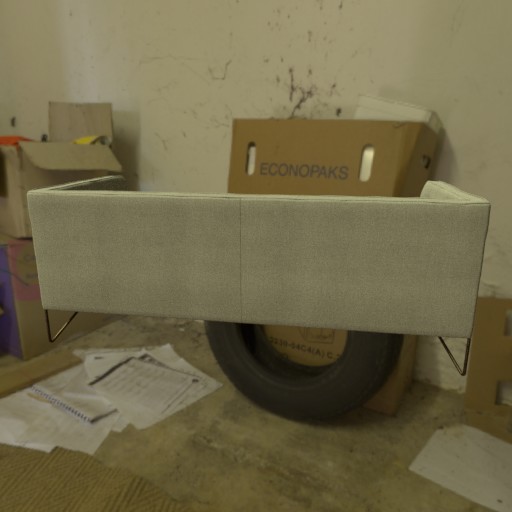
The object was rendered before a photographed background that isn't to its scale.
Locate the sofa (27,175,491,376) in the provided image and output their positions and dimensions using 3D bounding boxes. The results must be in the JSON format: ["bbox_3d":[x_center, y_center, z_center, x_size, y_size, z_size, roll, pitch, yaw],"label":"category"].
[{"bbox_3d":[0.000,0.000,2.453,2.079,0.798,0.912,3,16,9],"label":"sofa"}]
